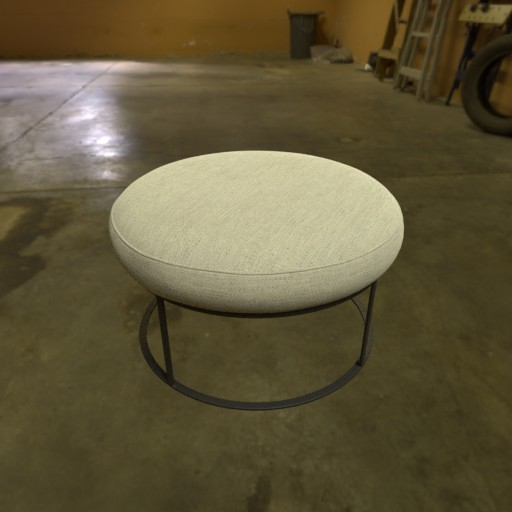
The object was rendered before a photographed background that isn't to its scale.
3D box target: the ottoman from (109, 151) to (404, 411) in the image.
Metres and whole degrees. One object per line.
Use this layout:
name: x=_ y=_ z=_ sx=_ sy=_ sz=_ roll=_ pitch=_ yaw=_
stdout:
ottoman: x=0.000 y=0.000 z=1.262 sx=0.769 sy=0.459 sz=0.769 roll=0 pitch=30 yaw=0
